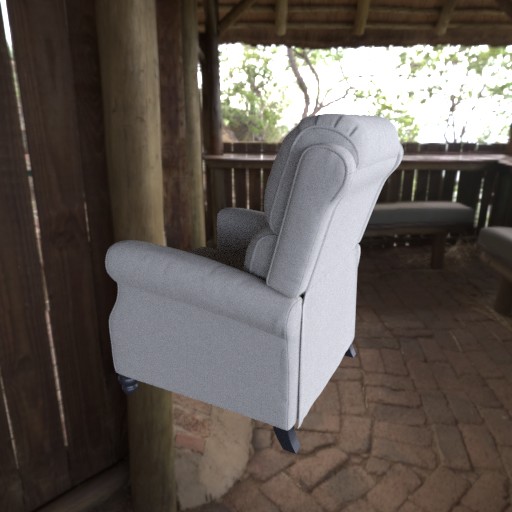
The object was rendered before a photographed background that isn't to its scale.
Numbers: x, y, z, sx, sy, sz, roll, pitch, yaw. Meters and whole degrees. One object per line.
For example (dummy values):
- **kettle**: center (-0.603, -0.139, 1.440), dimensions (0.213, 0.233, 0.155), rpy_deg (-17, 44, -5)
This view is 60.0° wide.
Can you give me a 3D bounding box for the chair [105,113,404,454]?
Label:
- **chair**: center (0.000, 0.000, 1.728), dimensions (0.919, 1.046, 0.859), rpy_deg (8, 19, 26)
